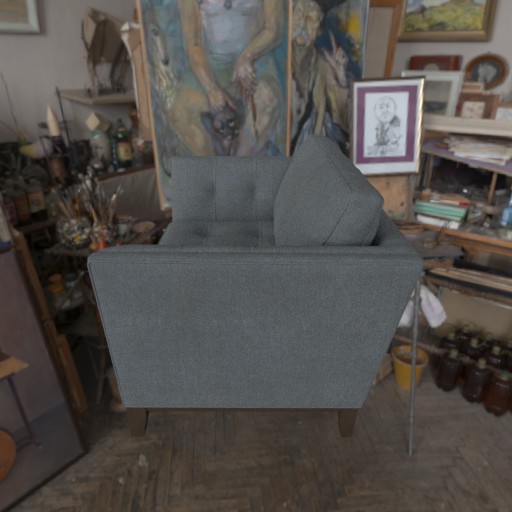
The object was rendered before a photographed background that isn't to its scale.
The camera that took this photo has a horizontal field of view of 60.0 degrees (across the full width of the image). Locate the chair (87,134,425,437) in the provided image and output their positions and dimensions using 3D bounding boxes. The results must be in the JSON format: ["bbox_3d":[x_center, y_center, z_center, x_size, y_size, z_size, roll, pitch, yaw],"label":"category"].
[{"bbox_3d":[0.000,0.000,2.001,0.965,0.942,1.396,0,25,0],"label":"chair"}]
